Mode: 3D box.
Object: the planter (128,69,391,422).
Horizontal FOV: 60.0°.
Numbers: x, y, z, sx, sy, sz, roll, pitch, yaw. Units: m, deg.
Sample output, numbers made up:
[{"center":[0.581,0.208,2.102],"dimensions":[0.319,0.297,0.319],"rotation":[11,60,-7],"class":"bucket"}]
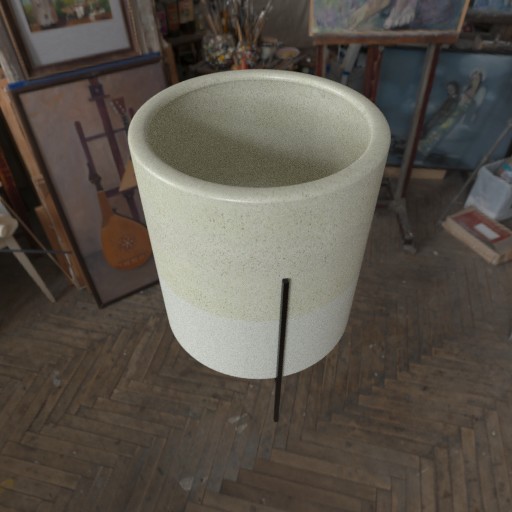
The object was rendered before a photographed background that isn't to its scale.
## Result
[{"center":[0.000,0.000,0.724],"dimensions":[0.333,0.483,0.324],"rotation":[14,46,14],"class":"planter"}]
